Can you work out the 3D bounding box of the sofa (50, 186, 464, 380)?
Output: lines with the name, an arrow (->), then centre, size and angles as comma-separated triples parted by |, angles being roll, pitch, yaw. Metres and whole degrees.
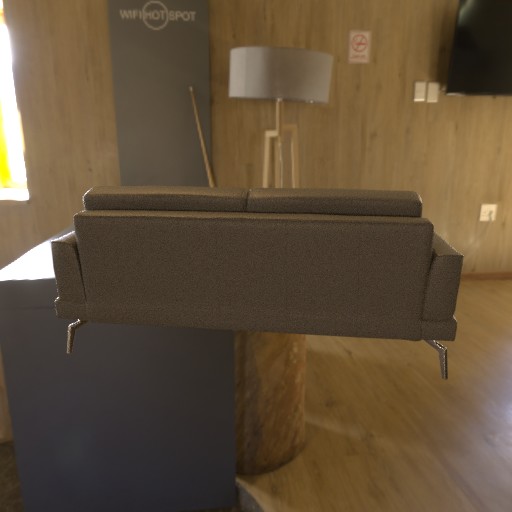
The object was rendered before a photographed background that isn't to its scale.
sofa -> 0.000, 0.000, 2.767 | 2.177, 0.930, 1.121 | 2, 15, 7
